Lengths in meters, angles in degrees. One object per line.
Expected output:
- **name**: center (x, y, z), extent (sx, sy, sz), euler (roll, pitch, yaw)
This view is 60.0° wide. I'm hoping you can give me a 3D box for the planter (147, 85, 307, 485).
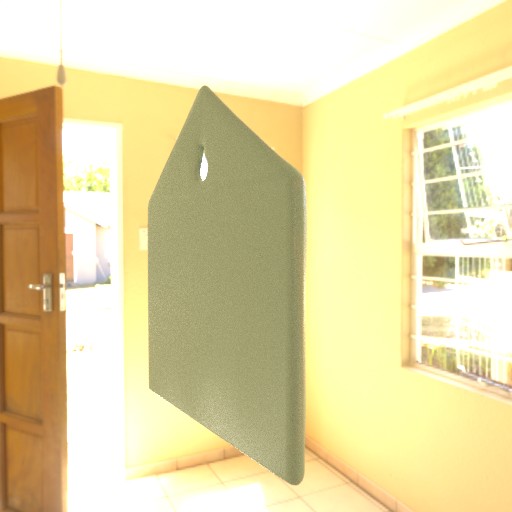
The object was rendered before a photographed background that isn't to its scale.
- **planter**: center (0.000, 0.000, 0.280), extent (0.079, 0.197, 0.164), euler (-1, 2, -36)
